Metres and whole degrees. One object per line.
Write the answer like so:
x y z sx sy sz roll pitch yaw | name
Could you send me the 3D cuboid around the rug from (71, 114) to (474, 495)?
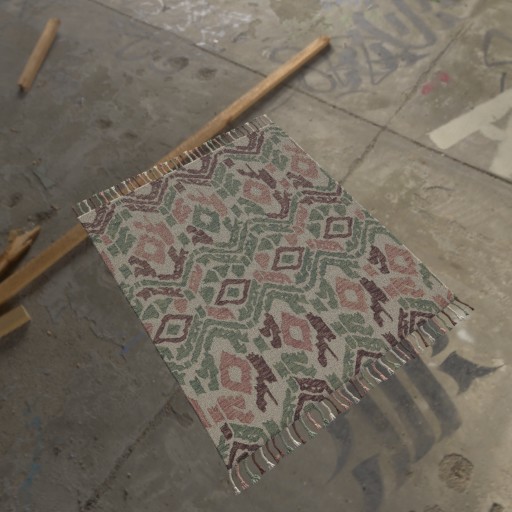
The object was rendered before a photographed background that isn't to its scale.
0.000 0.000 4.059 2.438 0.010 3.048 -31 63 -18 | rug
